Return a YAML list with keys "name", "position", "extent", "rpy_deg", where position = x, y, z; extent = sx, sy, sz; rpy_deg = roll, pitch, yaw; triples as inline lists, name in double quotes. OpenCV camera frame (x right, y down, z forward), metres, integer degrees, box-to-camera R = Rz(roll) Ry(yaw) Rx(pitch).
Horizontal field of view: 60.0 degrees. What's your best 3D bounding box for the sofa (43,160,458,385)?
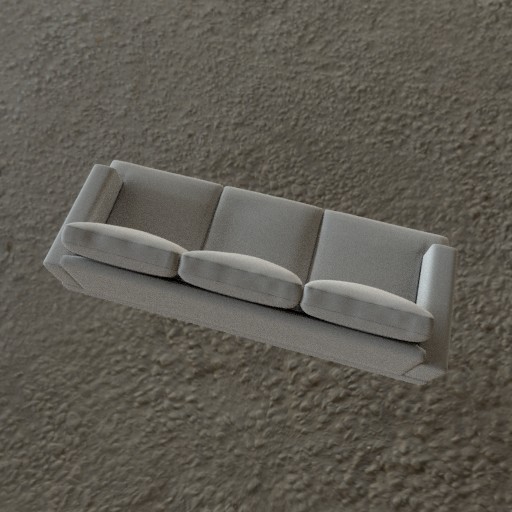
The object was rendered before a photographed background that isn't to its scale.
- name: "sofa"
  position: [0.000, 0.000, 2.738]
  extent: [2.310, 0.810, 0.920]
  rpy_deg: [14, 66, 6]
